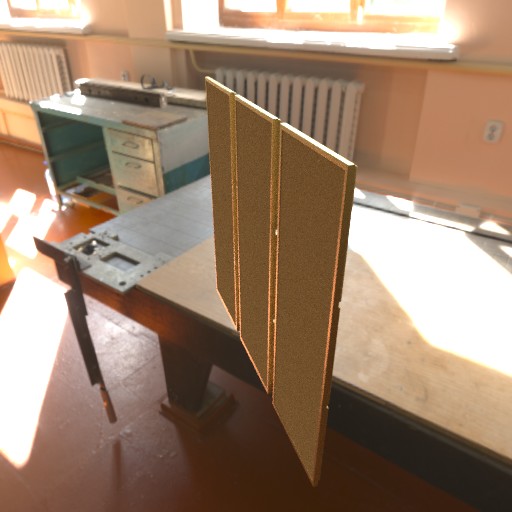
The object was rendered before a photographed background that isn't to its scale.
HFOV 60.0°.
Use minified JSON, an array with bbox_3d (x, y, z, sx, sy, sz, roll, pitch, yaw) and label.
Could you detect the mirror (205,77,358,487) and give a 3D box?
[{"bbox_3d":[0.000,0.000,1.410,0.023,0.926,1.011,-10,32,-17],"label":"mirror"}]
